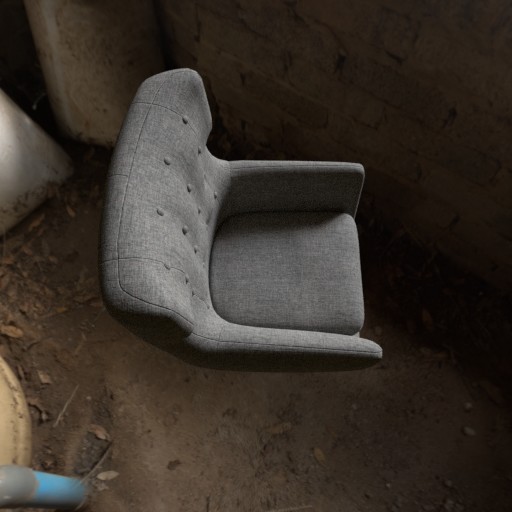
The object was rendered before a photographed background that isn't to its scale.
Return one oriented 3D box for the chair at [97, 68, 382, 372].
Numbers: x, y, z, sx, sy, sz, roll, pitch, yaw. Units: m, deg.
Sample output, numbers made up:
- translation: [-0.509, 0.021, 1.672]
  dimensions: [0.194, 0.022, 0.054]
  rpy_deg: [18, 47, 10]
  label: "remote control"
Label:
- translation: [0.000, 0.000, 1.730]
  dimensions: [0.904, 1.063, 0.878]
  rpy_deg: [1, 64, 1]
  label: "chair"
